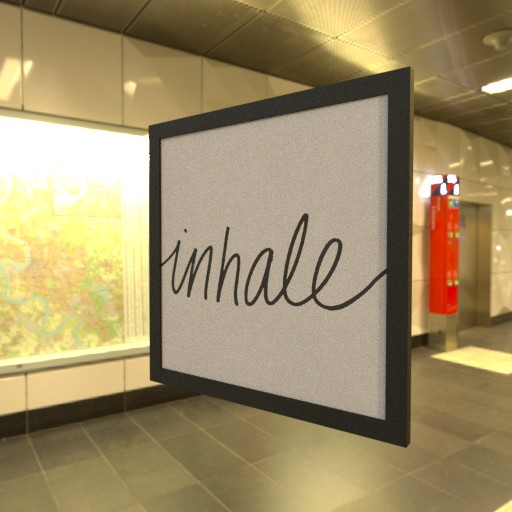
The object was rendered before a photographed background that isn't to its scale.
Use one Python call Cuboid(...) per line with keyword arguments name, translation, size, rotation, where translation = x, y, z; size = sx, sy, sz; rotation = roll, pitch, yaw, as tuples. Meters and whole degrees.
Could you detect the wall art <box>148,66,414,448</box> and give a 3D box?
Cuboid(name="wall art", translation=(0.000, 0.000, 0.520), size=(0.356, 0.356, 0.013), rotation=(1, 2, 35))
